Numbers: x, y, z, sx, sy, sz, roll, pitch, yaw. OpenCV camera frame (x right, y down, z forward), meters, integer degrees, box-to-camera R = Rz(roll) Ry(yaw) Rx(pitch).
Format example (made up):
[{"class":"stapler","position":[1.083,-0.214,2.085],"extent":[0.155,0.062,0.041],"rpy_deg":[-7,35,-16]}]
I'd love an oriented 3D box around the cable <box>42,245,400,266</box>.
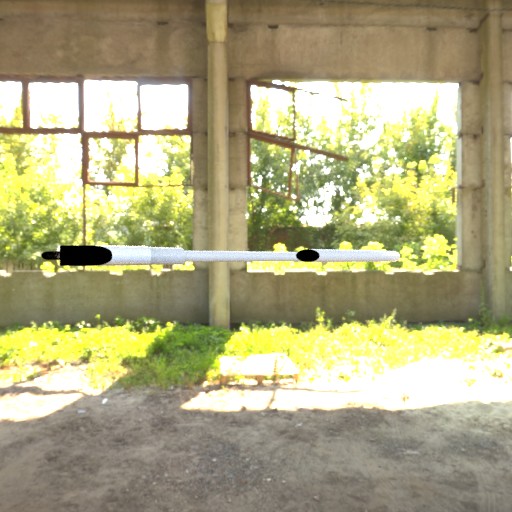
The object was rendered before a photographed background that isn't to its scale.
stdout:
[{"class":"cable","position":[0.000,0.000,0.112],"extent":[0.098,0.006,0.040],"rpy_deg":[0,-1,-36]}]
